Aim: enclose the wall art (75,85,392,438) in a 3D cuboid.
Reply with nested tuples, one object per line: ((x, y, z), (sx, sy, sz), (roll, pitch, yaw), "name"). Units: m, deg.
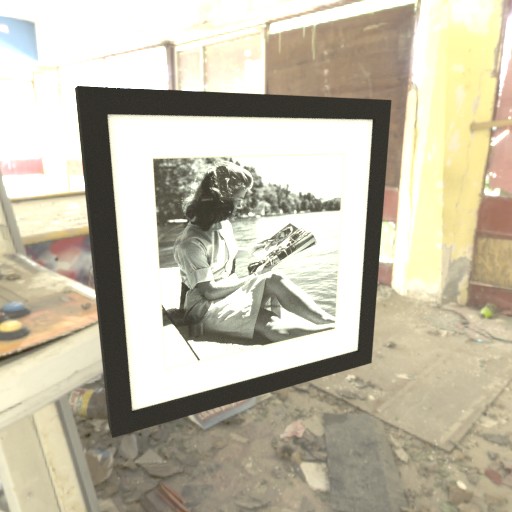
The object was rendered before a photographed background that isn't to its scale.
((0.000, 0.000, 0.668), (0.462, 0.458, 0.030), (-8, 17, -26), "wall art")
